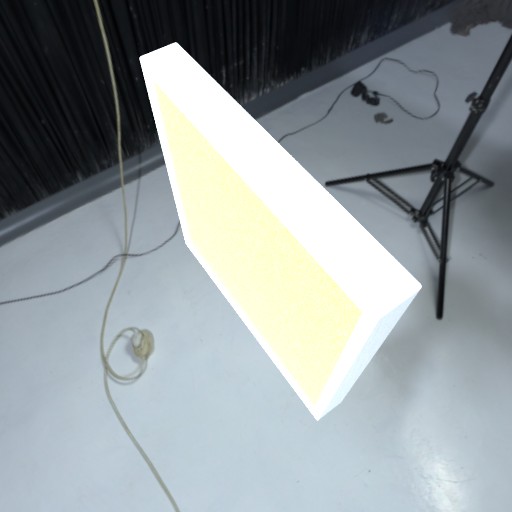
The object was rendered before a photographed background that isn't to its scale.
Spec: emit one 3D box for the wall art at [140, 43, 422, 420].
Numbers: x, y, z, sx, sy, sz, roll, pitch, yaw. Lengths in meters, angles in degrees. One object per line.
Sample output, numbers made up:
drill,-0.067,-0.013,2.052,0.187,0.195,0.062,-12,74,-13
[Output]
wall art,0.000,0.000,0.462,0.038,0.305,0.305,-31,64,-17
